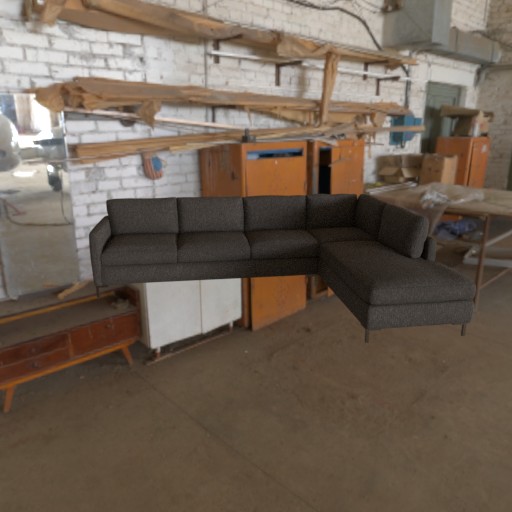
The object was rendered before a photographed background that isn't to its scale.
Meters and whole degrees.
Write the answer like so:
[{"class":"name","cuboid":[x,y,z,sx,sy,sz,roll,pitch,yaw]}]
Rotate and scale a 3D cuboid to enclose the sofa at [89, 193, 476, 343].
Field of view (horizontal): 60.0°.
[{"class":"sofa","cuboid":[0.000,0.000,3.911,2.949,0.815,2.007,-2,17,-8]}]
